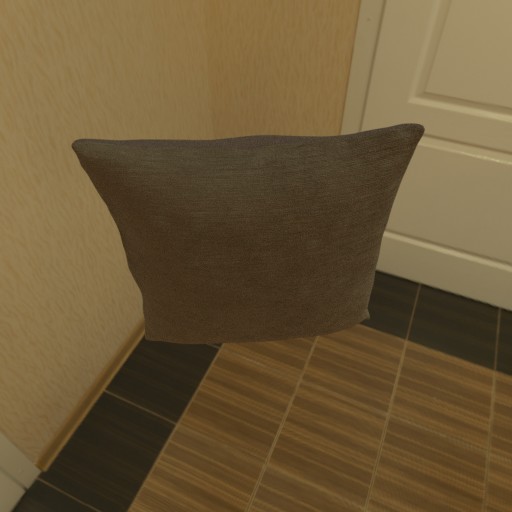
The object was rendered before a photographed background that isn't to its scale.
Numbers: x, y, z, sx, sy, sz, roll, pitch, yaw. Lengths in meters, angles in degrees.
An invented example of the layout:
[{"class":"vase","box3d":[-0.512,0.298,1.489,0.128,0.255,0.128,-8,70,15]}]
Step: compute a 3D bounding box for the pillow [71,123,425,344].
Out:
[{"class":"pillow","box3d":[0.000,0.000,0.710,0.452,0.439,0.204,-4,47,-4]}]
